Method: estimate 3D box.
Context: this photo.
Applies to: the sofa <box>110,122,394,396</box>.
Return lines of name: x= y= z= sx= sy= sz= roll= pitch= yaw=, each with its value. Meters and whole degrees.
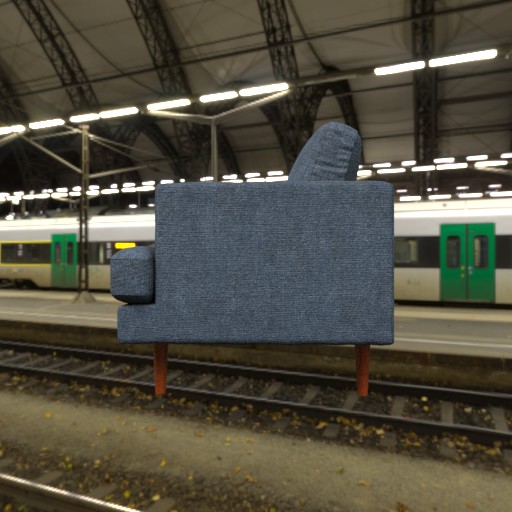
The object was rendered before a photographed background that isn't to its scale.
sofa: x=0.000 y=0.000 z=2.148 sx=0.903 sy=0.944 sz=1.582 roll=0 pitch=0 yaw=2
